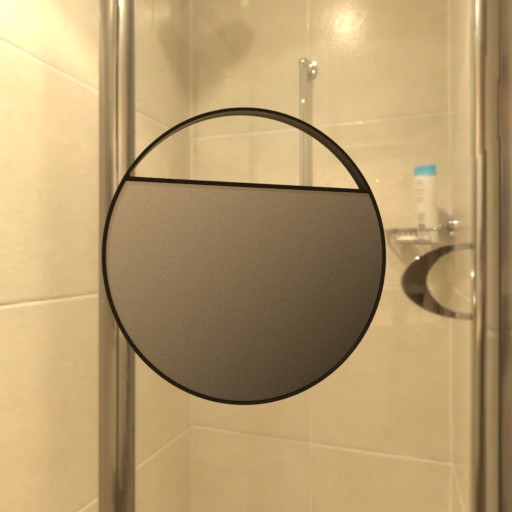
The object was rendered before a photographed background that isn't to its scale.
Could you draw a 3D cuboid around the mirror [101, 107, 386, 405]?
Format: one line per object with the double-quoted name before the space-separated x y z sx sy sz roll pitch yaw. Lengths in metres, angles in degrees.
"mirror" 0.000 0.000 0.859 0.565 0.565 0.032 0 0 -18
